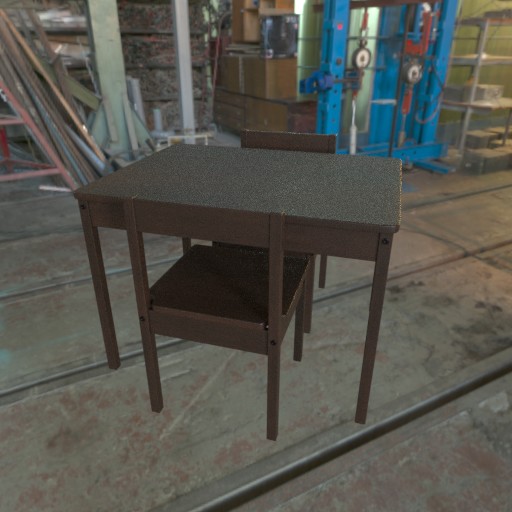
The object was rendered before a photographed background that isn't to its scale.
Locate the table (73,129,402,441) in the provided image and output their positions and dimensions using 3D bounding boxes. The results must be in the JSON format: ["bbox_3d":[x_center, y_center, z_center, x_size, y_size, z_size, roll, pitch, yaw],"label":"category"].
[{"bbox_3d":[0.000,0.000,1.129,0.650,0.503,0.672,8,27,15],"label":"table"}]
